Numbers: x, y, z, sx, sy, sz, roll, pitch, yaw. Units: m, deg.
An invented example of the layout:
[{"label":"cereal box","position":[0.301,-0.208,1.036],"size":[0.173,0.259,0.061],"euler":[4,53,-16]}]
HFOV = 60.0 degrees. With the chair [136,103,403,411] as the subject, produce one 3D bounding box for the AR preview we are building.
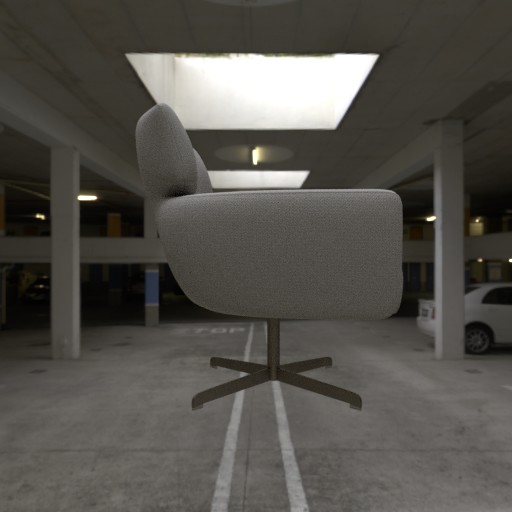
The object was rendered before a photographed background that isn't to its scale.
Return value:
[{"label":"chair","position":[0.000,0.000,1.391],"size":[0.730,0.810,0.760],"euler":[0,0,0]}]
